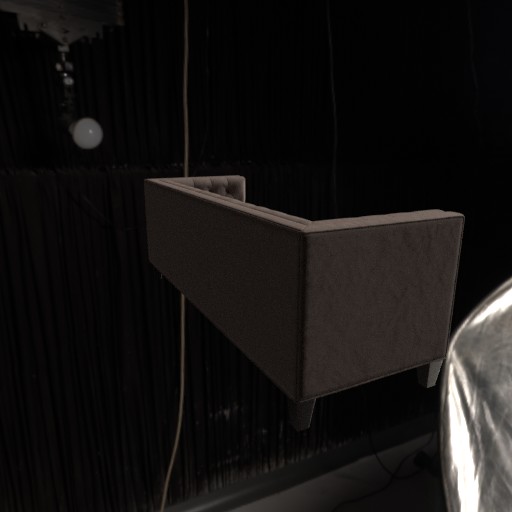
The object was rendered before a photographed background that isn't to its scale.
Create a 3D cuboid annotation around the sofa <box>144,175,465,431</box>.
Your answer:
[{"bbox_3d":[0.000,0.000,2.605,0.775,0.762,2.159,-7,16,-26],"label":"sofa"}]
